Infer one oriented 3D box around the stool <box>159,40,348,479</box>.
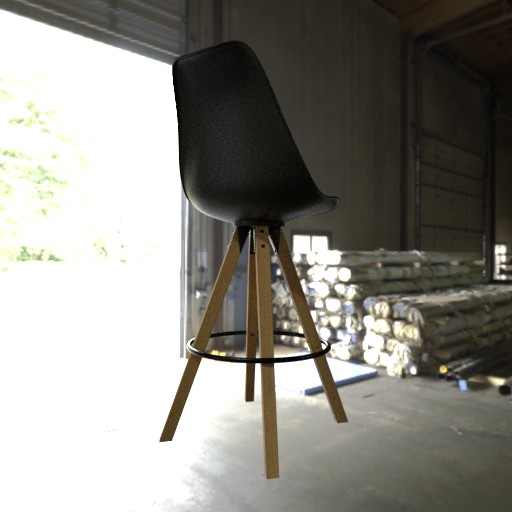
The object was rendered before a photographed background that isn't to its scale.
[{"bbox_3d":[0.000,0.000,1.405,0.485,1.115,0.550,0,0,34],"label":"stool"}]
